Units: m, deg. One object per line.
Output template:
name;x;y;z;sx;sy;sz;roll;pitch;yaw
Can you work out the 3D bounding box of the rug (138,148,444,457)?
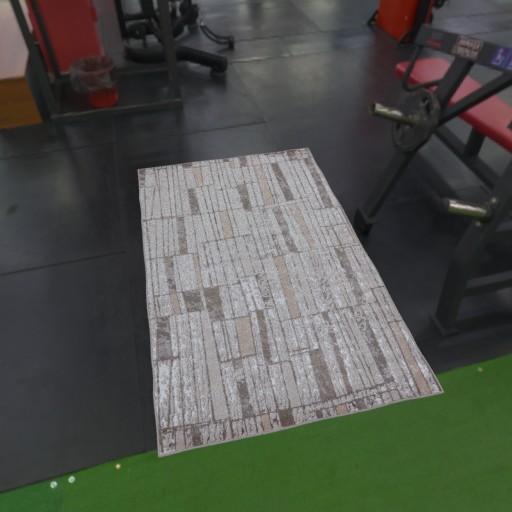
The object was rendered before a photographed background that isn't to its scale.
rug;0.000;0.000;3.089;1.531;0.023;2.444;-9;47;-9
